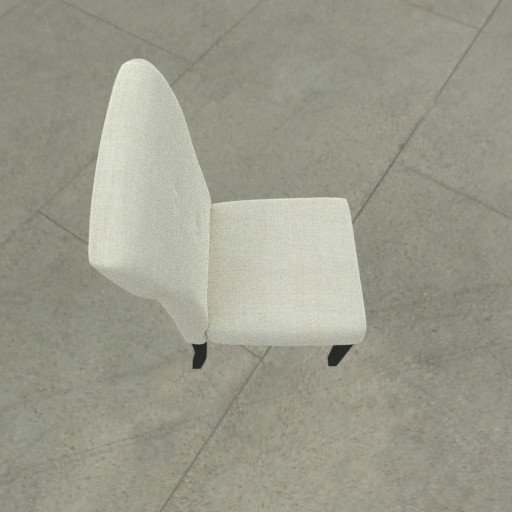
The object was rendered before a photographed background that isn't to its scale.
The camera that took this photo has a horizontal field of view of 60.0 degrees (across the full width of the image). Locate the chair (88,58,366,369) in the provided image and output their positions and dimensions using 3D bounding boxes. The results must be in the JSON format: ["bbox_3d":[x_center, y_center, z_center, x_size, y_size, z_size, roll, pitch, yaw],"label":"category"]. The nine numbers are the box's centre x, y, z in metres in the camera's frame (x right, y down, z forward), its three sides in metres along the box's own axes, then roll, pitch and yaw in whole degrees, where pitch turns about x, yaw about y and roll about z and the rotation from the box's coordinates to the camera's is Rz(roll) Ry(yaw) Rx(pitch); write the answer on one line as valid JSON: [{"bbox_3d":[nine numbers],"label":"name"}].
[{"bbox_3d":[0.000,0.000,1.241,0.597,0.921,0.509,-1,63,-1],"label":"chair"}]
